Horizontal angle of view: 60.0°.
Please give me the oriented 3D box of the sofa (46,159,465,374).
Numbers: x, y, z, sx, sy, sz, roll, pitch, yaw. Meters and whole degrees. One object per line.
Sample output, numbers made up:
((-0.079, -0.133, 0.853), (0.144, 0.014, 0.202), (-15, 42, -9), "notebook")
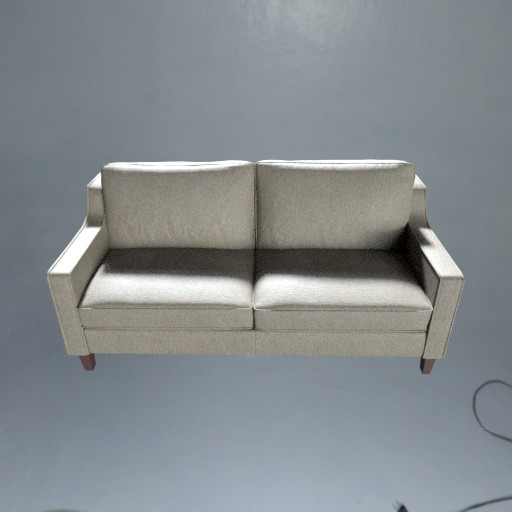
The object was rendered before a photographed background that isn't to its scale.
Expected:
((0.000, 0.000, 2.801), (2.181, 1.074, 1.073), (0, 31, 1), "sofa")
